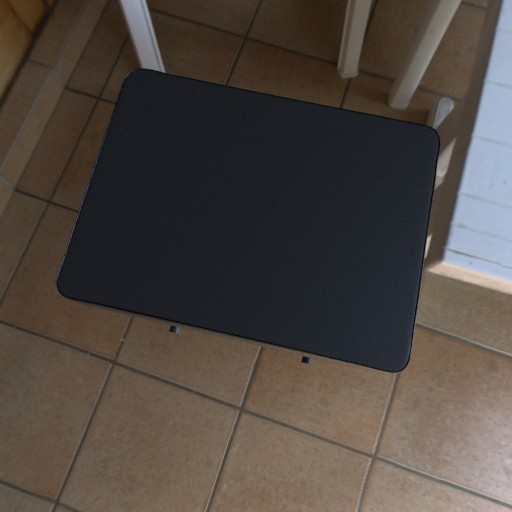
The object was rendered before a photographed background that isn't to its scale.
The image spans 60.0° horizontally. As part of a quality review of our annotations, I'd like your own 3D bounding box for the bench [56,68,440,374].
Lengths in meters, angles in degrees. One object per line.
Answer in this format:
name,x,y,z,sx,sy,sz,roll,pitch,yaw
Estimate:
bench,0.000,0.000,0.788,0.424,0.500,0.321,13,76,3
